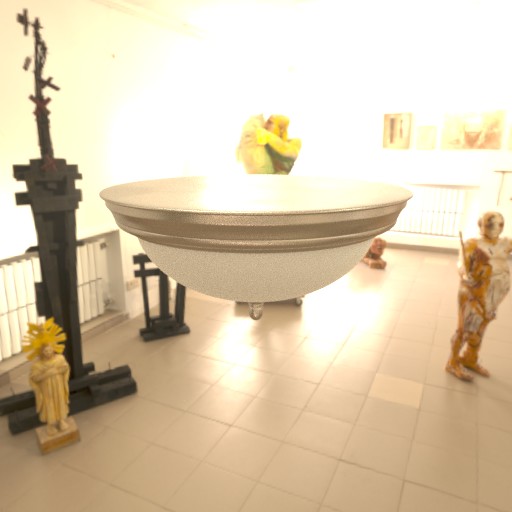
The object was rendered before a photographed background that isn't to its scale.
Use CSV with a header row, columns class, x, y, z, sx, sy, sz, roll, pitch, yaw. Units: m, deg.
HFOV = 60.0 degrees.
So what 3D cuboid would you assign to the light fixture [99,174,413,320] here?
class,x,y,z,sx,sy,sz,roll,pitch,yaw
light fixture,0.000,0.000,0.435,0.280,0.135,0.280,0,15,0
